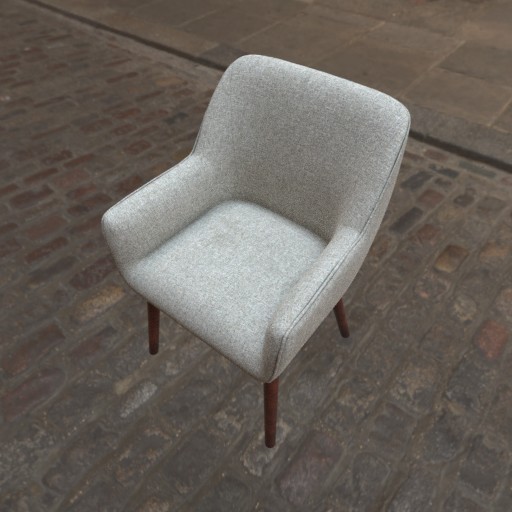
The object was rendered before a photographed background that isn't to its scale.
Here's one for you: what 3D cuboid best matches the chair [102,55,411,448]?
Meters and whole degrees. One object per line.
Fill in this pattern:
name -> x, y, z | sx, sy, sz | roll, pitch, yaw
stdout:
chair -> 0.000, 0.000, 1.156 | 0.543, 0.803, 0.519 | 30, 53, 25
